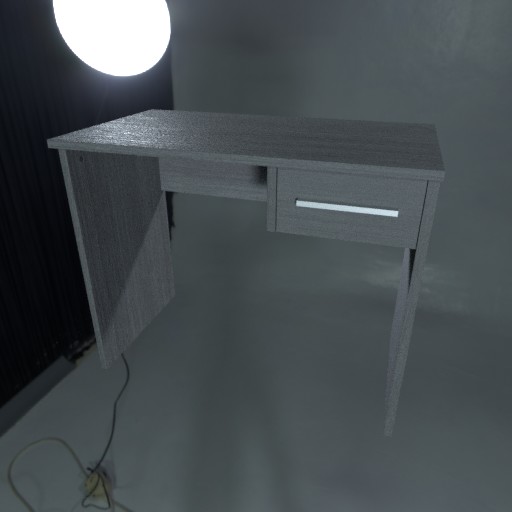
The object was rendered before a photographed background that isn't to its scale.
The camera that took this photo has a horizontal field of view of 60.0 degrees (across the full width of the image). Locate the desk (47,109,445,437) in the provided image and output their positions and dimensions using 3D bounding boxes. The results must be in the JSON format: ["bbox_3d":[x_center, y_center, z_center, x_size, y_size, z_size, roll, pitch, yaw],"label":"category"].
[{"bbox_3d":[0.000,0.000,1.313,0.893,0.724,0.498,8,28,16],"label":"desk"}]
